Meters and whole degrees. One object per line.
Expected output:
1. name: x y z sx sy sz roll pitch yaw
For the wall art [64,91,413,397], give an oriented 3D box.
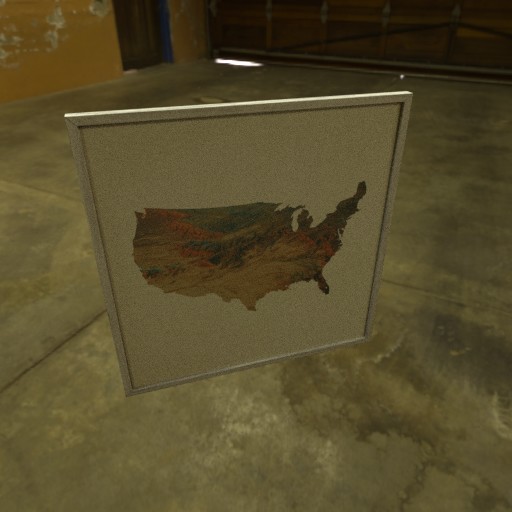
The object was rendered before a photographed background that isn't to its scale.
1. wall art: 0.000 0.000 0.758 0.508 0.507 0.016 -9 32 -15
